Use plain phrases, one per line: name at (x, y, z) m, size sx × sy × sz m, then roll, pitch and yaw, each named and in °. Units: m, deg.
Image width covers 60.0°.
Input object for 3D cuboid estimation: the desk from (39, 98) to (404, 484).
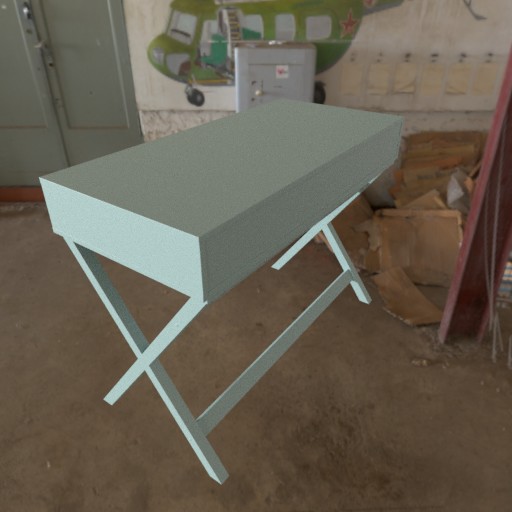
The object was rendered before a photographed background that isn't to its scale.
desk at (0.000, 0.000, 1.491) m, size 0.509 × 0.780 × 1.059 m, roll 21°, pitch 37°, yaw 30°
